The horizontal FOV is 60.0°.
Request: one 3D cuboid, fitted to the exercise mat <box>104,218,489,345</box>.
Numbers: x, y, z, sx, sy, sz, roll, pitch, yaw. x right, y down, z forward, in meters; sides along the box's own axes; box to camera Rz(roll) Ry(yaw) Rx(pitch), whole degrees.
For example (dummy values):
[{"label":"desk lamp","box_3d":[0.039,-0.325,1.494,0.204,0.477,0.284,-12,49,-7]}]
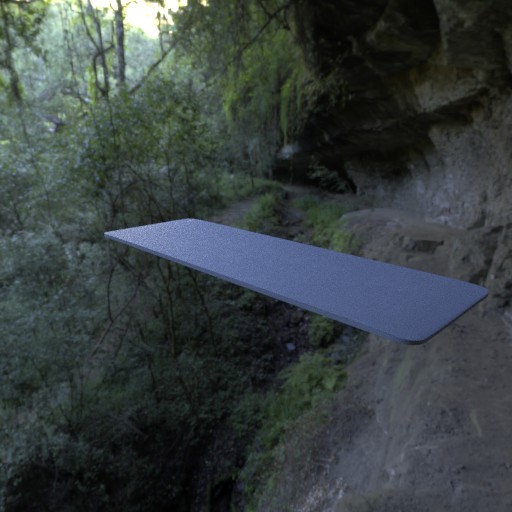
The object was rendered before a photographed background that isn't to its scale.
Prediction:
[{"label":"exercise mat","box_3d":[0.000,0.000,2.067,0.616,0.021,1.884,-15,22,-42]}]
